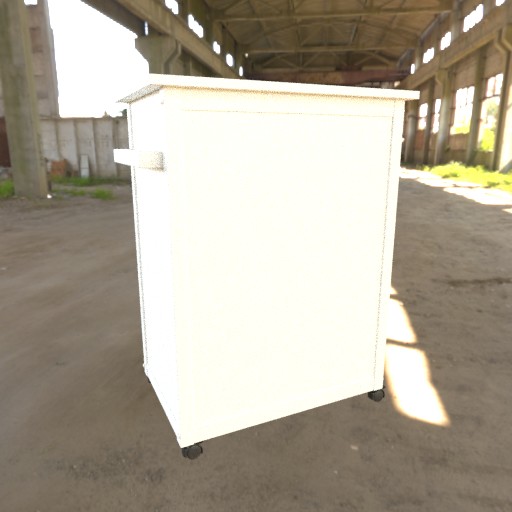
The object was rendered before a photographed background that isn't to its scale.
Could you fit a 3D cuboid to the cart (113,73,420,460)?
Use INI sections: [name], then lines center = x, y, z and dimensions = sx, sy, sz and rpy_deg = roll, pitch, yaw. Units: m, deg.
[cart]
center = 0.000, 0.000, 1.248
dimensions = 0.683, 0.864, 0.442
rpy_deg = -7, 16, -25
